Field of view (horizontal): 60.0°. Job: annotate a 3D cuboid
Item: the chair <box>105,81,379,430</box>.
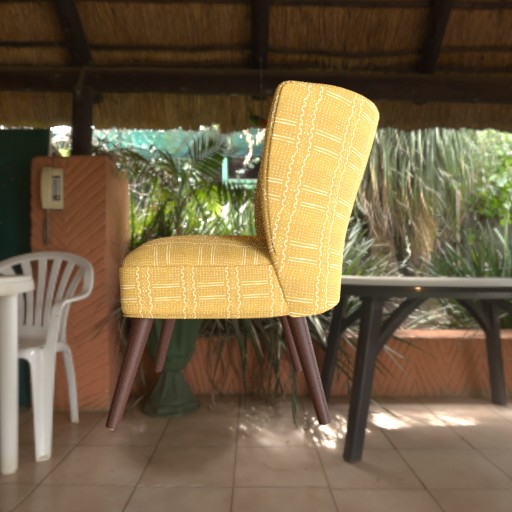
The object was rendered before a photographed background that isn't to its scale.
[{"bbox_3d":[0.000,0.000,1.392,0.758,0.866,0.706,0,-1,-2],"label":"chair"}]
